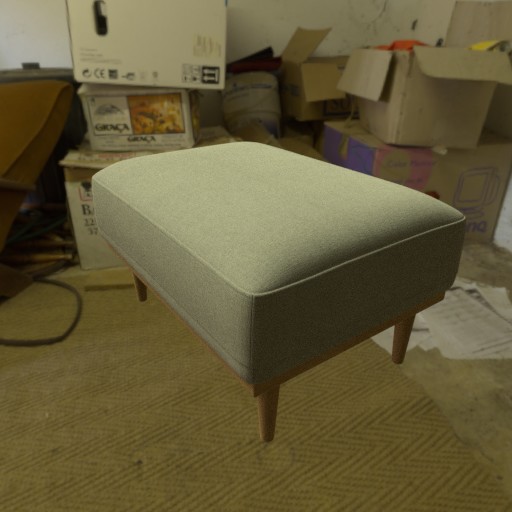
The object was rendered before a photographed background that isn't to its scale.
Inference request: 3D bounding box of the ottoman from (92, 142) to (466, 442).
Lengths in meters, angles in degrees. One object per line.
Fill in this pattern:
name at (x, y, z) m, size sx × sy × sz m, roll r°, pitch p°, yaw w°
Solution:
ottoman at (0.000, 0.000, 1.073) m, size 0.549 × 0.428 × 0.749 m, roll -18°, pitch 31°, yaw -31°
